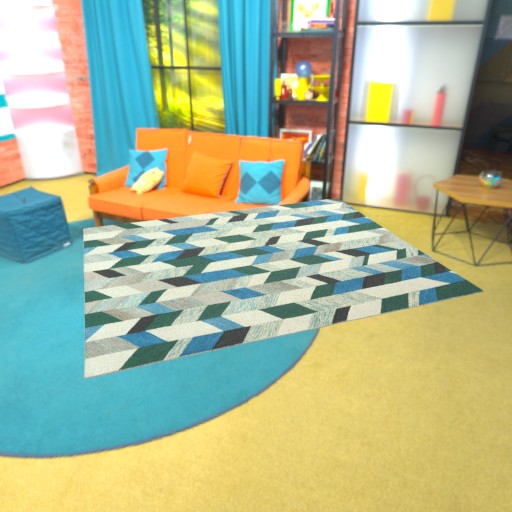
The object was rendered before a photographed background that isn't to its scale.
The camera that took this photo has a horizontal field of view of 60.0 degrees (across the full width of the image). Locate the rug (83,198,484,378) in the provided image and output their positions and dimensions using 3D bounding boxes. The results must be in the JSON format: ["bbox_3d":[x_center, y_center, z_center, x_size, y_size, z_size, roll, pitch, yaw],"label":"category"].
[{"bbox_3d":[0.000,0.000,4.128,3.036,0.008,2.440,-9,28,-17],"label":"rug"}]
